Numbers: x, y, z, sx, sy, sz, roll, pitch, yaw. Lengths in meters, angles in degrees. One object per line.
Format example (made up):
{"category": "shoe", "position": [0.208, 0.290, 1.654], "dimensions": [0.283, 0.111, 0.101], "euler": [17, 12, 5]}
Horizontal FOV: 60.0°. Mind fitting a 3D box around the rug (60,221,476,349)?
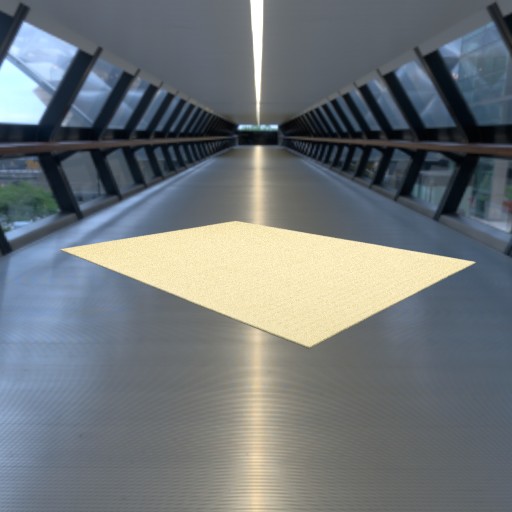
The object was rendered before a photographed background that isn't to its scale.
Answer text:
{"category": "rug", "position": [0.000, 0.000, 4.253], "dimensions": [3.204, 0.016, 2.452], "euler": [13, 19, 43]}
